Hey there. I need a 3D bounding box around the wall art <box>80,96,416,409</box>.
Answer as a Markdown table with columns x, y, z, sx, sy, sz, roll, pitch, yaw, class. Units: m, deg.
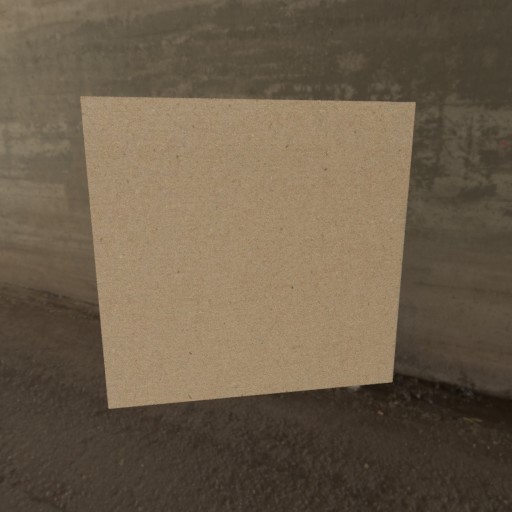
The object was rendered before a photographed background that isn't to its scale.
| x | y | z | sx | sy | sz | roll | pitch | yaw | class |
| --- | --- | --- | --- | --- | --- | --- | --- | --- | --- |
| 0.000 | 0.000 | 0.479 | 0.327 | 0.318 | 0.029 | -2 | 14 | -9 | wall art |
